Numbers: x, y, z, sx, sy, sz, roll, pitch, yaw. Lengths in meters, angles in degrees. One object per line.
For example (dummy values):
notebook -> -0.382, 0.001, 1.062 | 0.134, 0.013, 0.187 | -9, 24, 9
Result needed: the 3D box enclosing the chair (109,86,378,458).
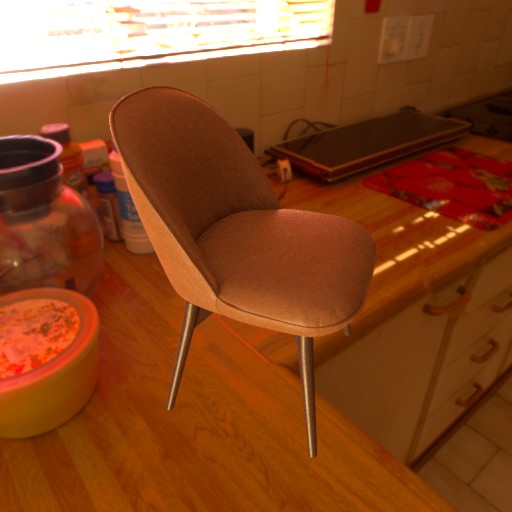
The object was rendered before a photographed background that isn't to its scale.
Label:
chair -> 0.000, 0.000, 1.221 | 0.631, 0.831, 0.521 | 11, 34, 17
